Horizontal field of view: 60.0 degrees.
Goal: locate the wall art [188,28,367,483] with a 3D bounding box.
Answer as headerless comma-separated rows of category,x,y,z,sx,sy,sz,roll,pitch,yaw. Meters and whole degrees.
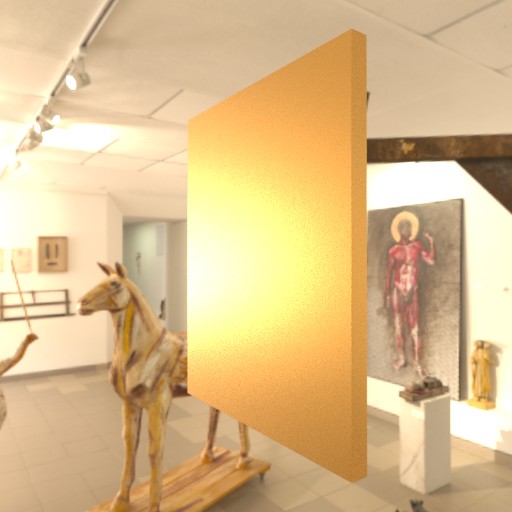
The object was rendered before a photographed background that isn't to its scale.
wall art,0.000,0.000,1.002,0.038,0.762,0.610,0,0,-35
